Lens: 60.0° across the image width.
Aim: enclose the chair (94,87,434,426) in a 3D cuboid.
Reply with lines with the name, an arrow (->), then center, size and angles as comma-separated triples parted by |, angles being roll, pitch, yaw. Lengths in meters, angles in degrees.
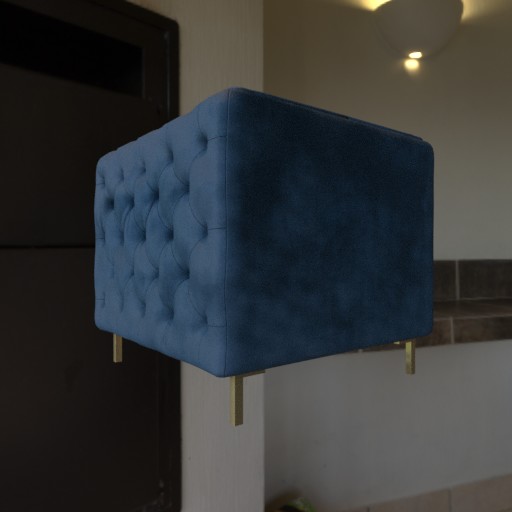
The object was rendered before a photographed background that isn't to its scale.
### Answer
chair -> 0.000, 0.000, 1.536 | 0.868, 0.771, 0.877 | 0, 1, -38
